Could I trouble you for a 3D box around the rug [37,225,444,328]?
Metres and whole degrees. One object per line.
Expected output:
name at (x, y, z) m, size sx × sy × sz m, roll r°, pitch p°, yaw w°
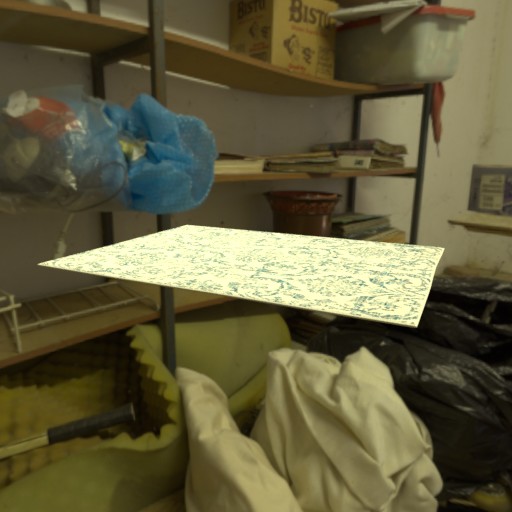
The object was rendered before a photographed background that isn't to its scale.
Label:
rug at (0.000, 0.000, 2.918) m, size 2.197 × 0.014 × 1.586 m, roll 7°, pitch 15°, yaw 25°
